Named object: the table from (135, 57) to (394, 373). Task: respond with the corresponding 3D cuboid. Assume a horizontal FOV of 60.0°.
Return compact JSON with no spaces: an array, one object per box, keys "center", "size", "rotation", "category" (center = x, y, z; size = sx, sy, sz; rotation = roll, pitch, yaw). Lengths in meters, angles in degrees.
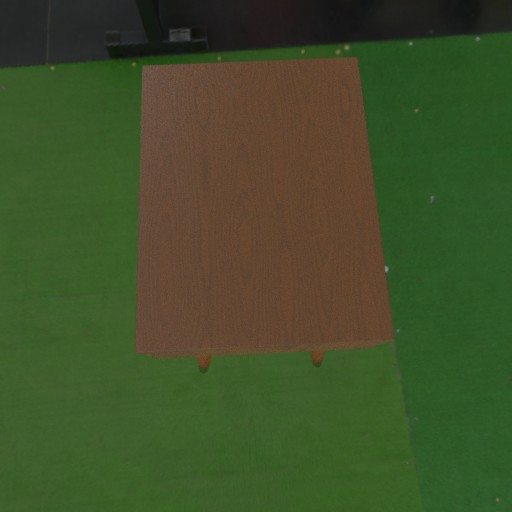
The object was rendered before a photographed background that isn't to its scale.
[{"center":[0.000,0.000,0.841],"size":[0.300,0.599,0.406],"rotation":[-3,74,-1],"category":"table"}]
